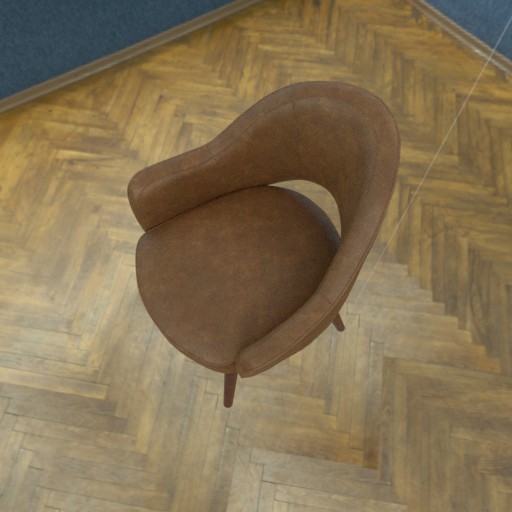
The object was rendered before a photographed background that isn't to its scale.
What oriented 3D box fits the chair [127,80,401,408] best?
[{"bbox_3d":[0.000,0.000,1.206,0.640,0.777,0.591,-30,67,-15],"label":"chair"}]
